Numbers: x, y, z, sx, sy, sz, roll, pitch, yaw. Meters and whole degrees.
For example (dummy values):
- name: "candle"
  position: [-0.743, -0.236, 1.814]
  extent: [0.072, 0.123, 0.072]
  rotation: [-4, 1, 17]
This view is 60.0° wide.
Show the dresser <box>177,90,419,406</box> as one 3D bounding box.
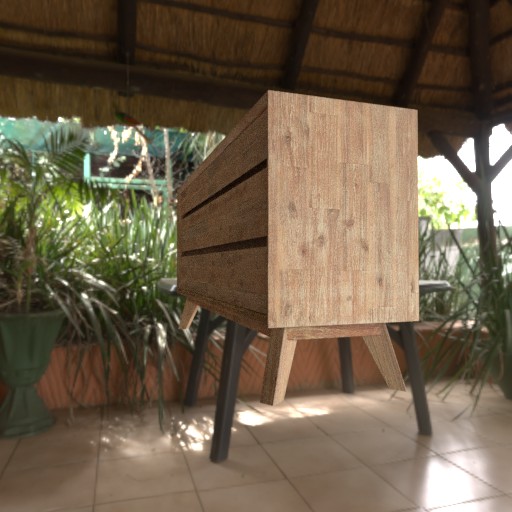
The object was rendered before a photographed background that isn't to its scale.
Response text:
- name: "dresser"
  position: [0.000, 0.000, 1.921]
  extent: [0.455, 0.805, 1.554]
  rotation: [0, -1, -18]
